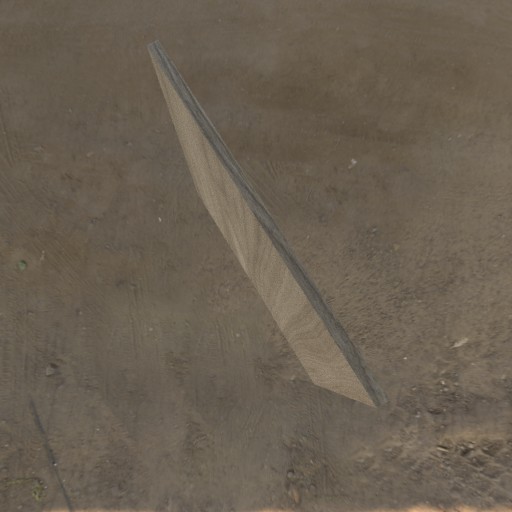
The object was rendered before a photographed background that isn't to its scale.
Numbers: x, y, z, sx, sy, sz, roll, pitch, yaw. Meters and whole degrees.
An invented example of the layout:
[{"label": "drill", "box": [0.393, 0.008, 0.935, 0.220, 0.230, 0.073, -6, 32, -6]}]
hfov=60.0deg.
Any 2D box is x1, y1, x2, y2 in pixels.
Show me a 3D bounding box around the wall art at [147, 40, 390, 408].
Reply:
[{"label": "wall art", "box": [0.000, 0.000, 0.754, 0.016, 0.507, 0.508, -30, 78, -7]}]
